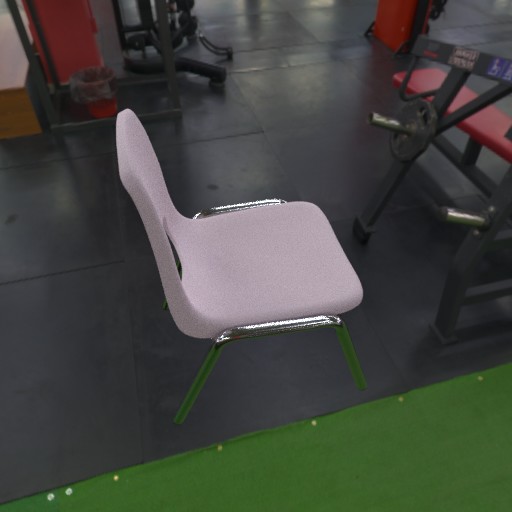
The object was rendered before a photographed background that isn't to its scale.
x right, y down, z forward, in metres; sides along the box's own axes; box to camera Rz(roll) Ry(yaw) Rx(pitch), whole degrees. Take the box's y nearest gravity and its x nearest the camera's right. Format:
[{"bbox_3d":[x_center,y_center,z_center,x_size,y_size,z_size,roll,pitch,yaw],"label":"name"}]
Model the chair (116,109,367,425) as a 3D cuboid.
[{"bbox_3d":[0.000,0.000,0.854,0.423,0.586,0.354,-9,46,-9],"label":"chair"}]
